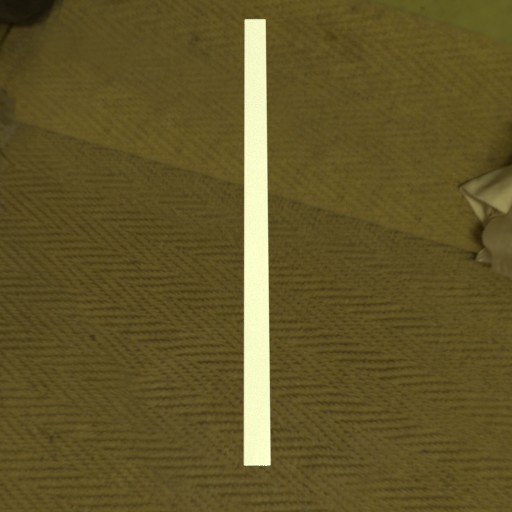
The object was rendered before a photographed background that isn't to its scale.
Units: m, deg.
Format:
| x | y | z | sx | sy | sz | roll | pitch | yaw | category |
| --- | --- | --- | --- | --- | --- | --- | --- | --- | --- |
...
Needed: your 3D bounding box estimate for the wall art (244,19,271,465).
| x | y | z | sx | sy | sz | roll | pitch | yaw | category |
| --- | --- | --- | --- | --- | --- | --- | --- | --- | --- |
| 0.000 | 0.000 | 1.381 | 0.053 | 0.787 | 1.041 | 0 | 76 | 0 | wall art |
